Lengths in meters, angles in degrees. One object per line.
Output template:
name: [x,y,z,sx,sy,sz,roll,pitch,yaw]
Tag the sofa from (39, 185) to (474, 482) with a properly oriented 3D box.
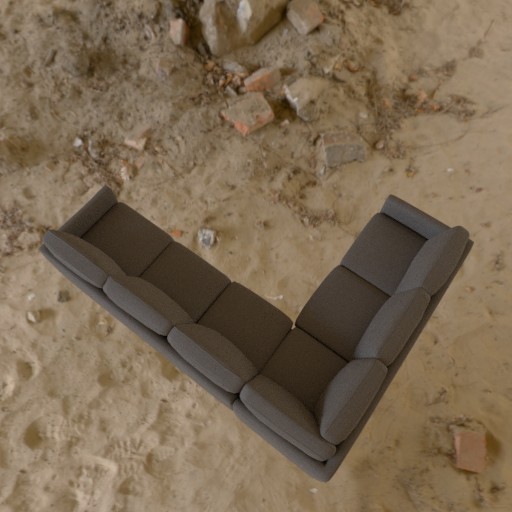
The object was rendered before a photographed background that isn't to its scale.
sofa: [0.000,0.000,4.388,3.302,0.947,2.593,34,70,15]
